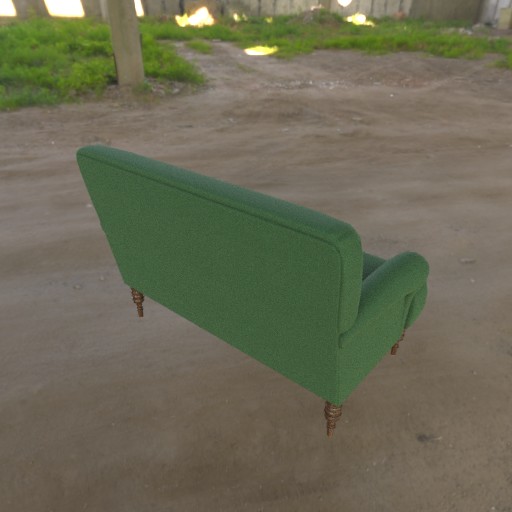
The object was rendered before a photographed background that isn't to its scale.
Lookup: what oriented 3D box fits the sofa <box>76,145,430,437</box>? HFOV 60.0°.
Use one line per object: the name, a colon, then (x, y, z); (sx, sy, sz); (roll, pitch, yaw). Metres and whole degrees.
sofa: (0.000, 0.000, 1.835); (1.297, 0.889, 0.779); (23, 37, 33)
